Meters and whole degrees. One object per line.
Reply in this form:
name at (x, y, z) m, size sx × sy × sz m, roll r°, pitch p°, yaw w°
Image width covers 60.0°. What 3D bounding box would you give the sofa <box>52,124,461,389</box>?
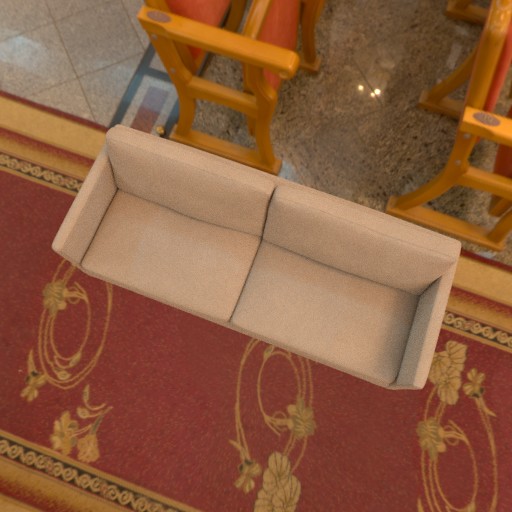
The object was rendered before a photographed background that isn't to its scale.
sofa at (0.000, 0.000, 2.973) m, size 2.404 × 0.912 × 0.988 m, roll 20°, pitch 75°, yaw 6°
